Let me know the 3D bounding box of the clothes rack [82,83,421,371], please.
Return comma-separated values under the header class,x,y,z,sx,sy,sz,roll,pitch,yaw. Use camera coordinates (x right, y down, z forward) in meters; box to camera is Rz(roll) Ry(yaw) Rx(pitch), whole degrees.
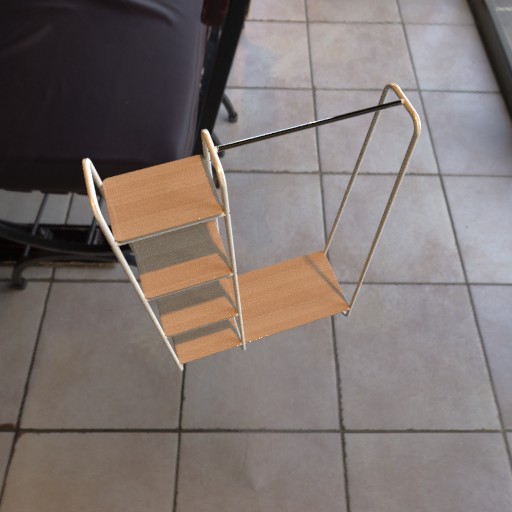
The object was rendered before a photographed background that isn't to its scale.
class,x,y,z,sx,sy,sz,roll,pitch,yaw
clothes rack,0.000,0.000,1.974,1.011,1.500,0.400,-17,63,-9
